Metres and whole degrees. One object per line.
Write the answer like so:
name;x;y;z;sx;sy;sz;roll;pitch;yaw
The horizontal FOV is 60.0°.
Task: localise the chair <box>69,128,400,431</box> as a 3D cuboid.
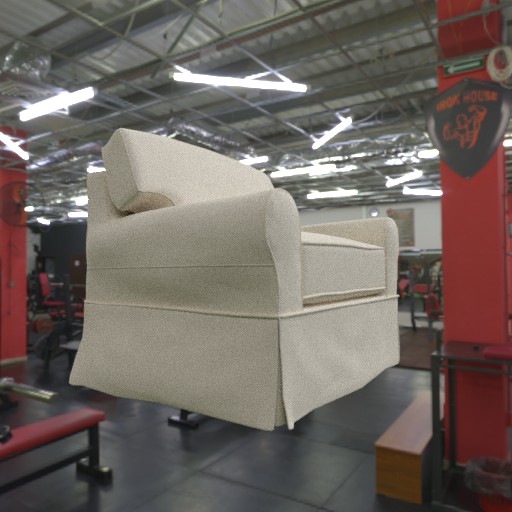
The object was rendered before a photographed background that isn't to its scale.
chair;0.000;0.000;1.805;0.904;0.958;1.099;-1;-1;35
